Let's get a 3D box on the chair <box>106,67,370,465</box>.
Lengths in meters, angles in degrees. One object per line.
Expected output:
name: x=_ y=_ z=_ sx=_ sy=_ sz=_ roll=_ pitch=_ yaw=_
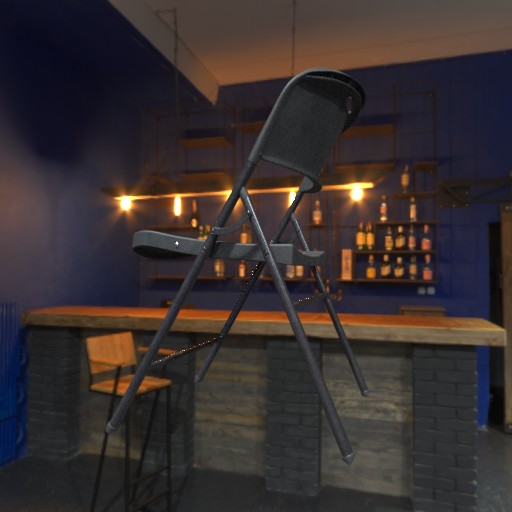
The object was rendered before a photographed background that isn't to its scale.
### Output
chair: x=0.000 y=0.000 z=1.163 sx=0.566 sy=0.810 sz=0.494 roll=0 pitch=-2 yaw=18
